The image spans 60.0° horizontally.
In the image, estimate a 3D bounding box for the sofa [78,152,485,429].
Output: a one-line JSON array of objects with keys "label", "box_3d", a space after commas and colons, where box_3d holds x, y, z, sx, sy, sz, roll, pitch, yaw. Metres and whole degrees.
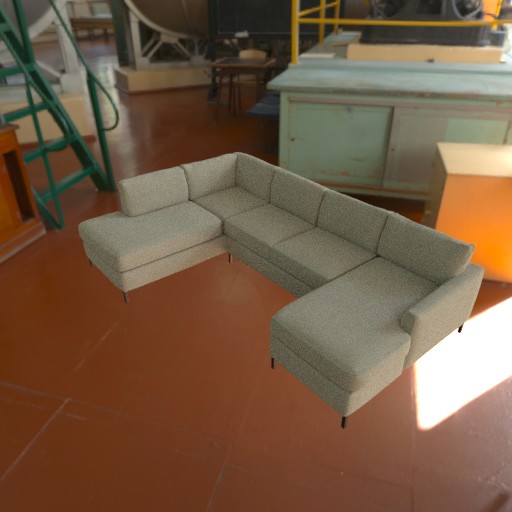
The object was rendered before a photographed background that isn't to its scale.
[{"label": "sofa", "box_3d": [0.000, 0.000, 3.783, 1.989, 0.862, 2.984, -23, 38, -33]}]
